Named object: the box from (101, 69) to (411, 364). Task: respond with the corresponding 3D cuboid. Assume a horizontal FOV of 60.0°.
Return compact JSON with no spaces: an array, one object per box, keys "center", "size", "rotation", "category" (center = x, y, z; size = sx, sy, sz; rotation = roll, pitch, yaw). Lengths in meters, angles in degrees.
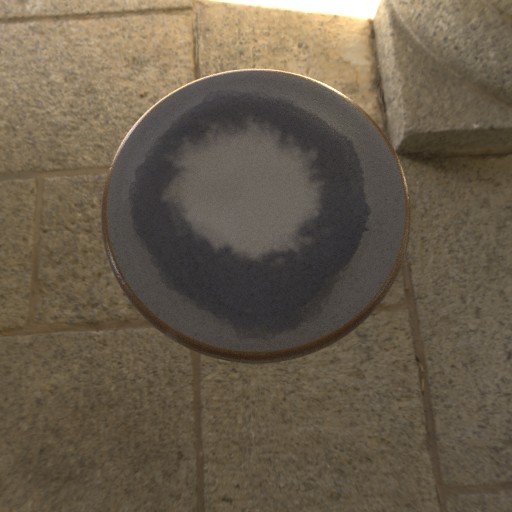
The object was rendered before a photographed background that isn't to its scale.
[{"center":[0.000,0.000,0.246],"size":[0.118,0.168,0.118],"rotation":[0,76,0],"category":"box"}]
